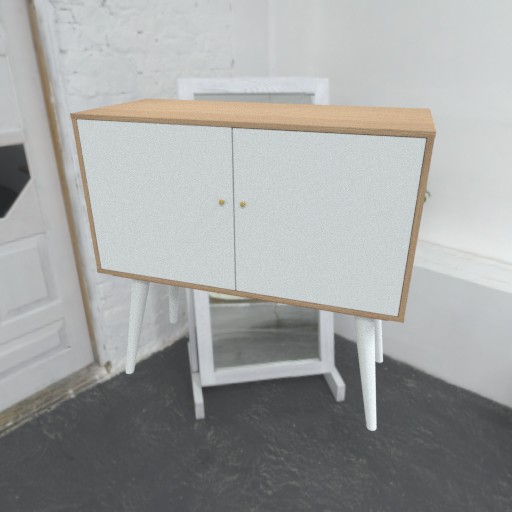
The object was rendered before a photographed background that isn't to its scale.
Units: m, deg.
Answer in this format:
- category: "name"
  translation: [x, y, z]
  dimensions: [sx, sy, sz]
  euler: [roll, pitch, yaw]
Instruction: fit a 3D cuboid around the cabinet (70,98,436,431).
- category: "cabinet"
  translation: [0.000, 0.000, 1.624]
  dimensions: [1.057, 1.016, 0.470]
  euler: [8, 26, 16]
